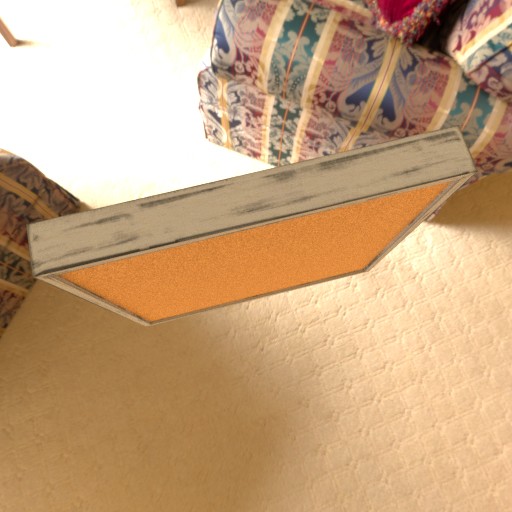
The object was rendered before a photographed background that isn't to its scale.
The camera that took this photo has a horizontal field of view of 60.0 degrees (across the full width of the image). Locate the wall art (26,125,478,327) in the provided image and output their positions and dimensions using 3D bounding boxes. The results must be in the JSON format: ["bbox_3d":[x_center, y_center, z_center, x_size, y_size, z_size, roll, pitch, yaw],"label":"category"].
[{"bbox_3d":[0.000,0.000,0.444,0.303,0.303,0.036,-14,75,-4],"label":"wall art"}]
